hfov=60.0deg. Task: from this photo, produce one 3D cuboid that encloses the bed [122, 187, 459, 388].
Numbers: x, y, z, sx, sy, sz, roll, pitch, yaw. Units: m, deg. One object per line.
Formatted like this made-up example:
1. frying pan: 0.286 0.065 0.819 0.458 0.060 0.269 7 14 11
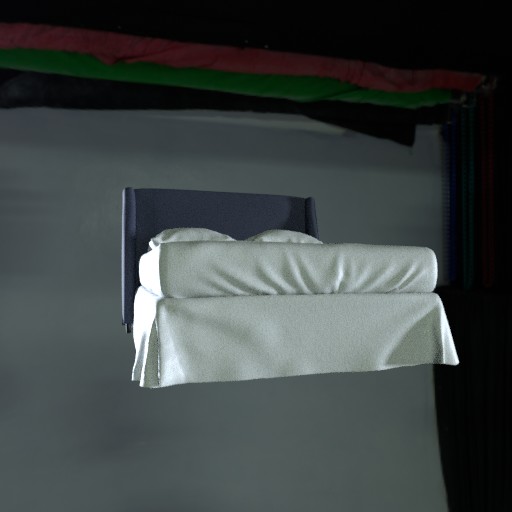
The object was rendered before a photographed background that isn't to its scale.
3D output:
1. bed: 0.000 0.000 3.347 1.925 1.332 2.276 1 -2 -17
